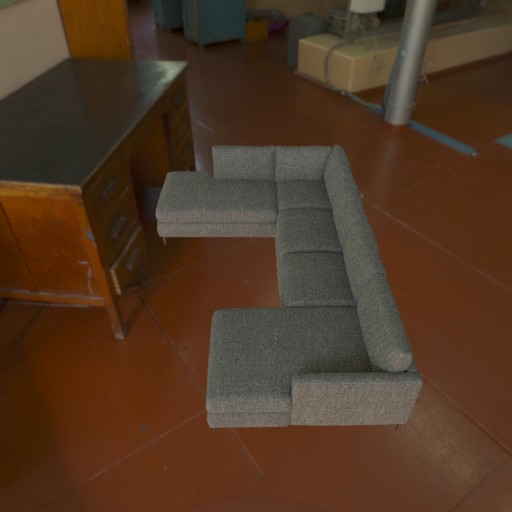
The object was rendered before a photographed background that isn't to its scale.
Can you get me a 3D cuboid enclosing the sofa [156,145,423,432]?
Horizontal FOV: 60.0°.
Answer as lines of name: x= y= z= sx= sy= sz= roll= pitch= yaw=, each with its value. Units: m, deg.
sofa: x=0.000 y=0.000 z=3.630 sx=1.879 sy=0.756 sz=2.737 roll=0 pitch=40 yaw=0
